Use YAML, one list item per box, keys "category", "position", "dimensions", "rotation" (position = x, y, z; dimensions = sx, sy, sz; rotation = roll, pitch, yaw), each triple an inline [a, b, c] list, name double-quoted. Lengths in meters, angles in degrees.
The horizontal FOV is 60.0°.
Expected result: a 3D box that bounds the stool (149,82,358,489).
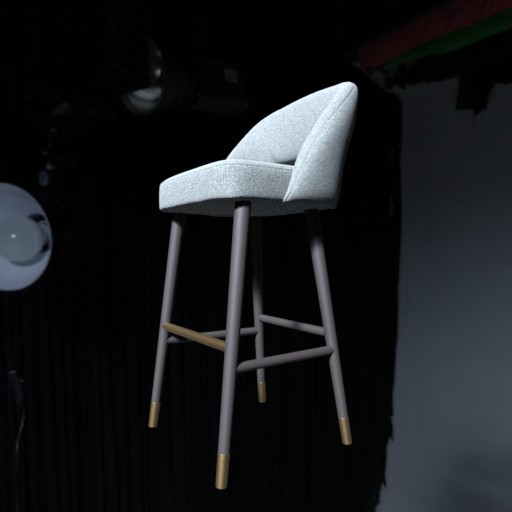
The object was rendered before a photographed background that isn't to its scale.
- category: "stool"
  position: [0.000, 0.000, 1.367]
  dimensions: [0.524, 1.089, 0.536]
  rotation: [0, 1, -34]
